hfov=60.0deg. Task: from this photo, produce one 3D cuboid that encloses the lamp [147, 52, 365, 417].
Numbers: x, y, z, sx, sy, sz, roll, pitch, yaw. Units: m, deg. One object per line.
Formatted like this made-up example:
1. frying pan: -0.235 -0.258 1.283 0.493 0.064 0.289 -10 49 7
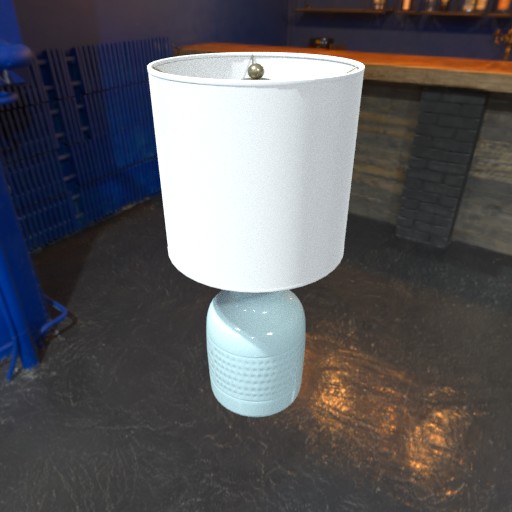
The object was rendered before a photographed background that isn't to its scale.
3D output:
1. lamp: 0.000 0.000 1.086 0.418 0.871 0.418 20 36 30
